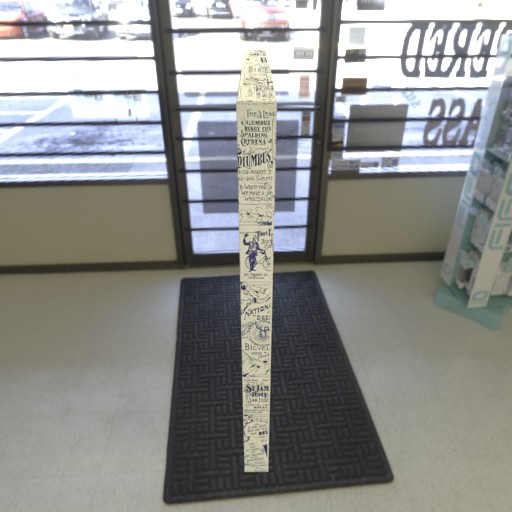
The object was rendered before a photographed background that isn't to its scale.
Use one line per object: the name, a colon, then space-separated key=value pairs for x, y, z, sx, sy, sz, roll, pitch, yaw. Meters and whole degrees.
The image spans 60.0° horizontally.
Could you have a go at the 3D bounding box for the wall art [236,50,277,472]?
wall art: x=0.000 y=0.000 z=0.762 sx=0.040 sy=0.601 sz=0.408 roll=0 pitch=31 yaw=0
